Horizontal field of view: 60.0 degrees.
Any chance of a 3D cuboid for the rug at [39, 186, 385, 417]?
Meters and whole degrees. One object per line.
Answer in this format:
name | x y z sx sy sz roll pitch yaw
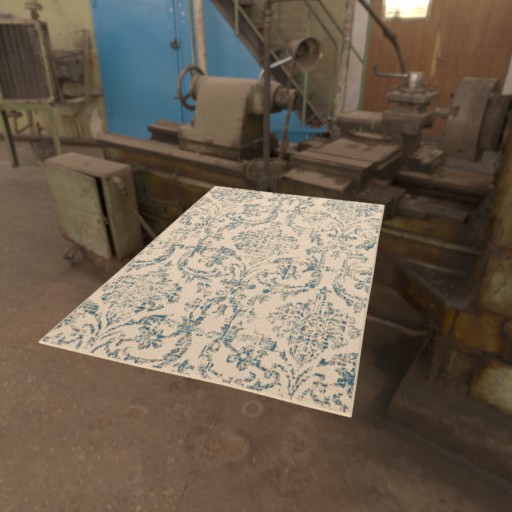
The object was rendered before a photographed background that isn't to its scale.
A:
rug | 0.000 0.000 2.335 1.213 0.012 1.831 9 30 15
